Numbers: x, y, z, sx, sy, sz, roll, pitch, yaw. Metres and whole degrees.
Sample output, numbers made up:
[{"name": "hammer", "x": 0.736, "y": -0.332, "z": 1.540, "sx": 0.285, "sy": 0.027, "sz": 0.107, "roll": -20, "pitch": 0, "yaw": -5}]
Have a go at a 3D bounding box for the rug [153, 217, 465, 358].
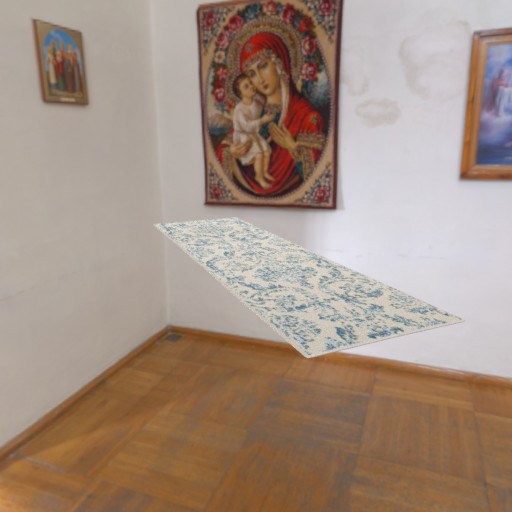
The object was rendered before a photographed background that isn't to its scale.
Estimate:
[{"name": "rug", "x": 0.000, "y": 0.000, "z": 2.427, "sx": 0.662, "sy": 0.011, "sz": 2.196, "roll": -7, "pitch": 17, "yaw": -24}]
